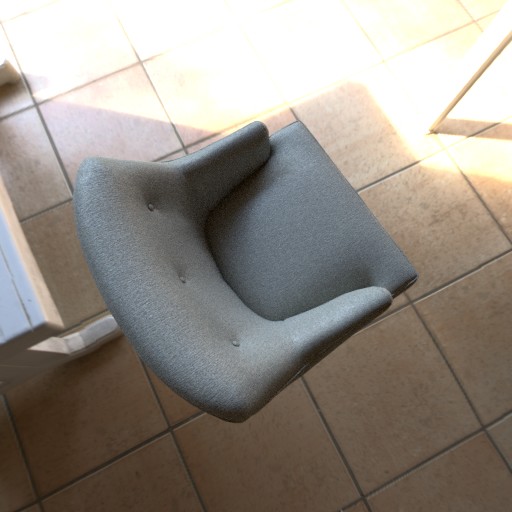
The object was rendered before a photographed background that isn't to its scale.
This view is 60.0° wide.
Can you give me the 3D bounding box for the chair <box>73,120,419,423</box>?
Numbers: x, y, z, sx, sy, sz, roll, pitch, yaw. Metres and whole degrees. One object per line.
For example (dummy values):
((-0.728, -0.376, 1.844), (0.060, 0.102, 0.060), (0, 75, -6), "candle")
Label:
((0.000, 0.000, 1.588), (0.923, 0.856, 0.864), (-32, 76, -9), "chair")
